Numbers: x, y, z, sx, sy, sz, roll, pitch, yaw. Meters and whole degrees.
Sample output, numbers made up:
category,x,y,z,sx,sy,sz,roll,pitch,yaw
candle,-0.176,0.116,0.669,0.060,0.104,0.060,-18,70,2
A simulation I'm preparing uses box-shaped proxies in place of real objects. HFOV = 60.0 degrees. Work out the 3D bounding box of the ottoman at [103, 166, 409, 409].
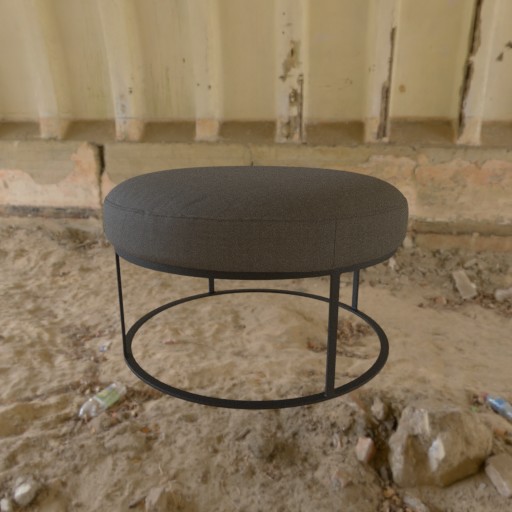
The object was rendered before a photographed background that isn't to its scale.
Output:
category,x,y,z,sx,sy,sz,roll,pitch,yaw
ottoman,0.000,0.000,1.207,0.772,0.460,0.772,0,15,0
